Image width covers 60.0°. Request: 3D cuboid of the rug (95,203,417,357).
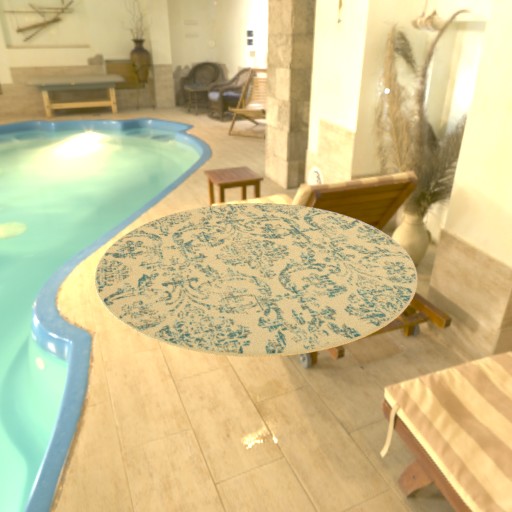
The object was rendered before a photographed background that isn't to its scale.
[{"bbox_3d":[0.000,0.000,2.299,1.593,0.012,1.593,0,27,0],"label":"rug"}]
